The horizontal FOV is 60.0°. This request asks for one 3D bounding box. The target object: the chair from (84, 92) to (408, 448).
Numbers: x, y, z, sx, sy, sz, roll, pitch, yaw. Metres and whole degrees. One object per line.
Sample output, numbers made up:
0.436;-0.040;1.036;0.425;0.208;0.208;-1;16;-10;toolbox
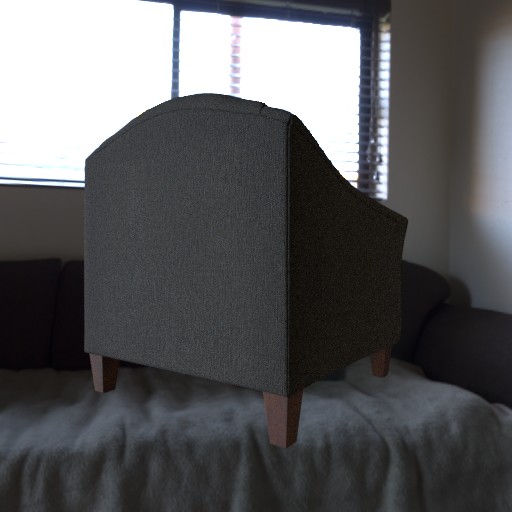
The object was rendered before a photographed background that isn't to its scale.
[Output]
0.000;0.000;1.452;0.763;0.839;0.787;0;0;36;chair
